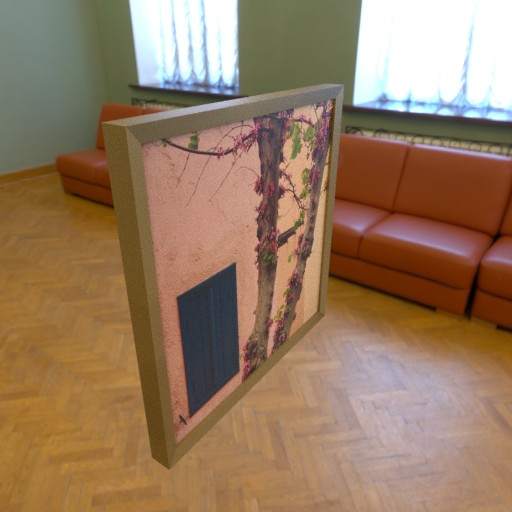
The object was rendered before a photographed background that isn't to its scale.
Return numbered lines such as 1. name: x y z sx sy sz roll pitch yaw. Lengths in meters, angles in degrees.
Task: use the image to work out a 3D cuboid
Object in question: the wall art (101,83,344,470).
1. wall art: 0.000 0.000 0.753 0.038 0.508 0.507 18 31 31
